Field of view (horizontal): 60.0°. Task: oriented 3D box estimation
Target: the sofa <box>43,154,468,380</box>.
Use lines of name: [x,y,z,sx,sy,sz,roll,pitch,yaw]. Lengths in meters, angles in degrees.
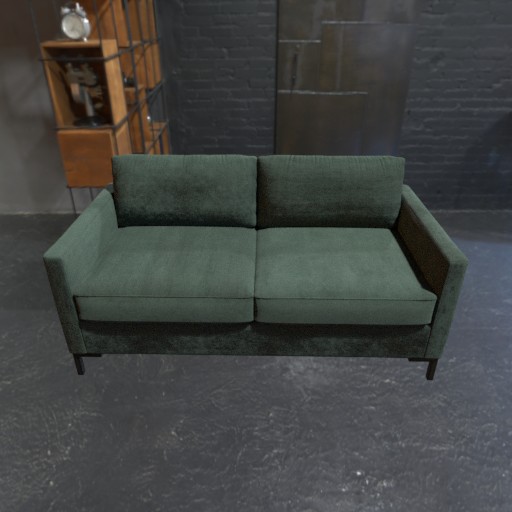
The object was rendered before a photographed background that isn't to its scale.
sofa: [0.000,0.000,2.159,1.676,0.817,0.875,1,29,1]
